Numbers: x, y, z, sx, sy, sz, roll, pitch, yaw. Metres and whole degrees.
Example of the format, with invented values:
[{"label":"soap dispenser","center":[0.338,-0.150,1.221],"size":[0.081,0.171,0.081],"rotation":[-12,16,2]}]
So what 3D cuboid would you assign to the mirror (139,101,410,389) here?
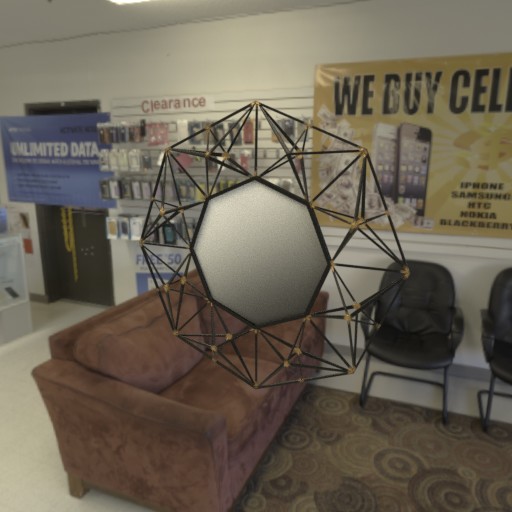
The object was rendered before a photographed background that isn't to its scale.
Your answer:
[{"label":"mirror","center":[0.000,0.000,1.069],"size":[0.710,0.710,0.094],"rotation":[6,15,25]}]
